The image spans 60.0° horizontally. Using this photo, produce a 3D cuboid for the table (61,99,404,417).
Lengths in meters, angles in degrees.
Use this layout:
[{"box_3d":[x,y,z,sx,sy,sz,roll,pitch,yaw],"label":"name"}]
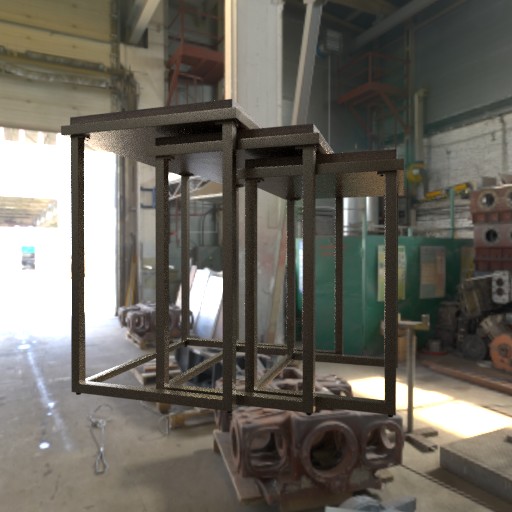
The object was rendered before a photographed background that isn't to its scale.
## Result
[{"box_3d":[0.000,0.000,1.118,0.706,0.610,0.559,0,1,18],"label":"table"}]
